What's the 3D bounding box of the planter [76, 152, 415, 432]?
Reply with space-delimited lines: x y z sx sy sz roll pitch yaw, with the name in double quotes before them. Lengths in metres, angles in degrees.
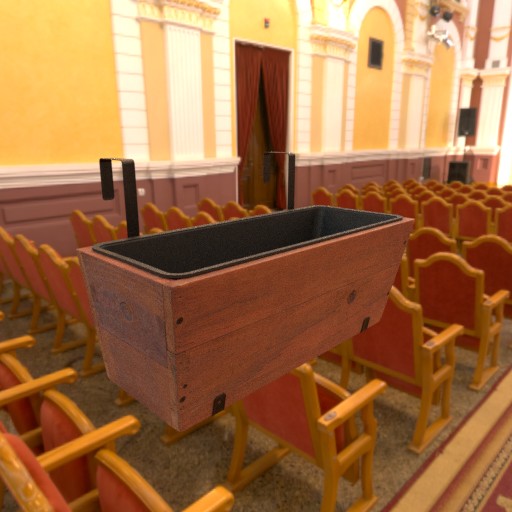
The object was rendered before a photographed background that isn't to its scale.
"planter" 0.000 0.000 0.663 0.262 0.289 0.480 15 21 43
